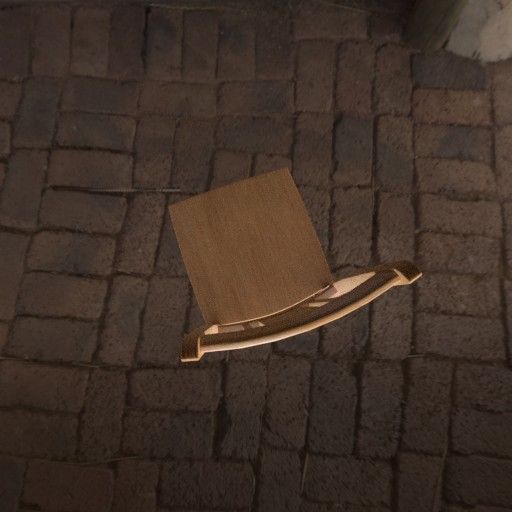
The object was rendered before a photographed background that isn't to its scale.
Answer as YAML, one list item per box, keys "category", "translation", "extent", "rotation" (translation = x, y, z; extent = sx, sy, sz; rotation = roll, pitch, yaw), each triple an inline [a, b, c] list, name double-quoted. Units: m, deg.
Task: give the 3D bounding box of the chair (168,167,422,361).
- category: "chair"
  translation: [0.000, 0.000, 1.313]
  extent: [0.450, 0.998, 0.556]
  rotation: [-19, 76, -5]
